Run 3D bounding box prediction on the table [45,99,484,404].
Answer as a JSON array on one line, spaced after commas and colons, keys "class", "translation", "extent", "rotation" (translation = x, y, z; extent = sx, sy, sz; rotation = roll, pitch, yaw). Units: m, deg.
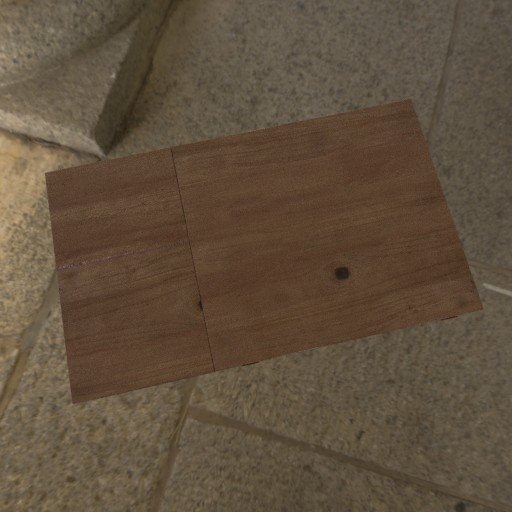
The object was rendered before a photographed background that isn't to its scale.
[{"class": "table", "translation": [0.000, 0.000, 1.419], "extent": [1.101, 0.395, 0.655], "rotation": [-12, 76, -3]}]
